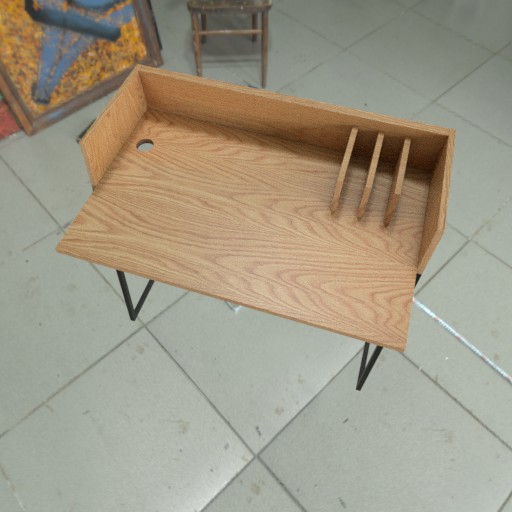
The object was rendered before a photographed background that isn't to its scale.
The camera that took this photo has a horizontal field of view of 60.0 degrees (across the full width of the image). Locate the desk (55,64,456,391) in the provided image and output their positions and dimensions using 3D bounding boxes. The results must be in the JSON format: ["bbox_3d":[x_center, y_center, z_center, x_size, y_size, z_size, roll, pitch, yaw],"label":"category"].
[{"bbox_3d":[0.000,0.000,1.863,1.191,1.061,0.769,15,59,9],"label":"desk"}]
